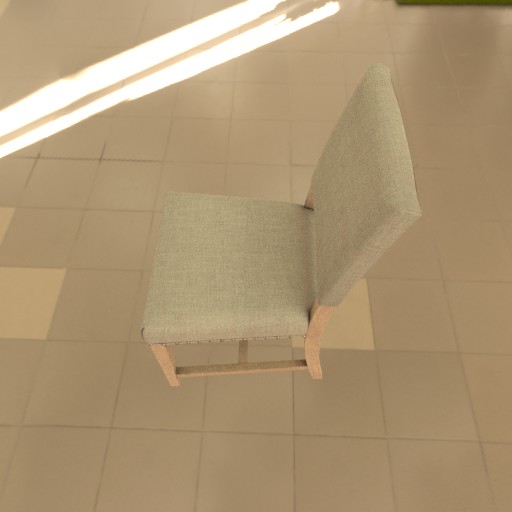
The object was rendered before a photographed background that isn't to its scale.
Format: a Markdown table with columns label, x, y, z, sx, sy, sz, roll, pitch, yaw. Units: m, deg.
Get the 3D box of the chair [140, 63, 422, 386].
| label | x | y | z | sx | sy | sz | roll | pitch | yaw |
| --- | --- | --- | --- | --- | --- | --- | --- | --- | --- |
| chair | 0.000 | 0.000 | 1.312 | 0.622 | 0.986 | 0.508 | 1 | 57 | 1 |
